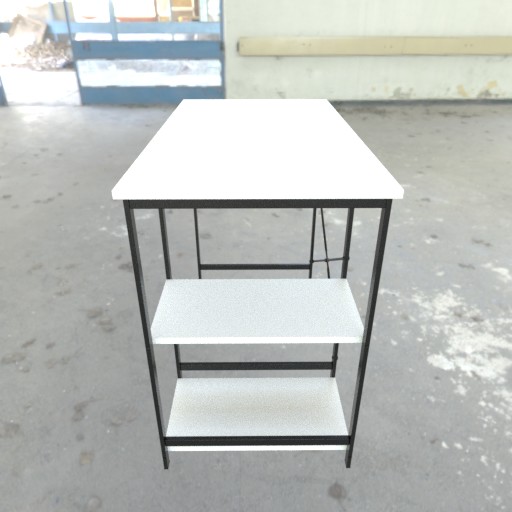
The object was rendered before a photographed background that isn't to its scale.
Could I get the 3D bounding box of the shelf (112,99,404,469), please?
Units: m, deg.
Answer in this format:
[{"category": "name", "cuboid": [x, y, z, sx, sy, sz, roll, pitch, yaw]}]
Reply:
[{"category": "shelf", "cuboid": [0.000, 0.000, 1.329, 0.498, 0.750, 0.902, 0, 29, 0]}]
